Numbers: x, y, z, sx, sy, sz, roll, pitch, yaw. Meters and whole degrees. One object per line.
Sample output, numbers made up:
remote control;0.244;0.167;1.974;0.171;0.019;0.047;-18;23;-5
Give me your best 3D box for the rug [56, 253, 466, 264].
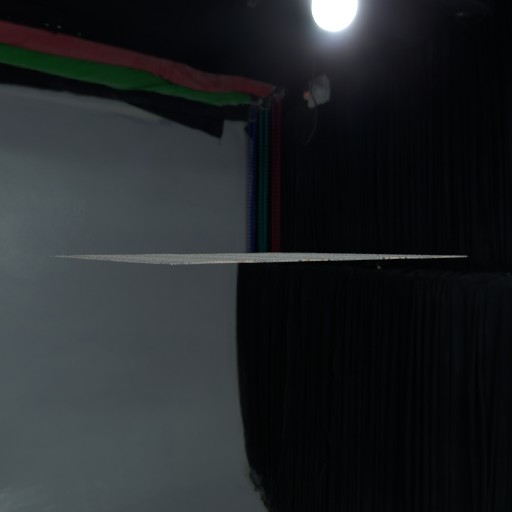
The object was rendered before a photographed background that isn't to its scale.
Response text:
rug;0.000;0.000;3.951;3.000;0.012;2.371;-1;1;-36
